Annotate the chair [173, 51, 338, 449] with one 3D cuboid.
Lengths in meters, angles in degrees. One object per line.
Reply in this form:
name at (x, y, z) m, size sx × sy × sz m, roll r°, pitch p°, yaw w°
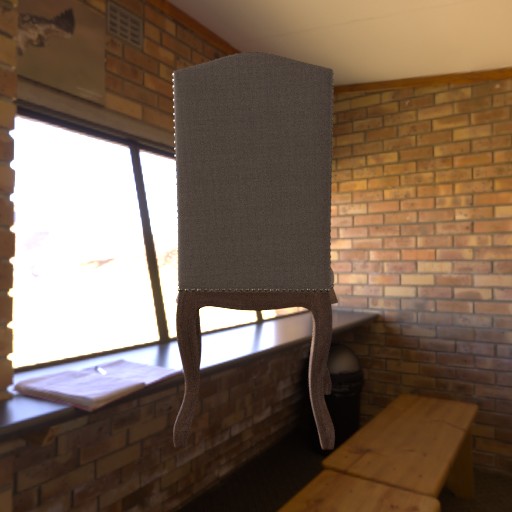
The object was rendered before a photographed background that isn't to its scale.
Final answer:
chair at (0.000, 0.000, 1.637) m, size 0.637 × 1.191 × 0.731 m, roll 0°, pitch -1°, yaw 2°
